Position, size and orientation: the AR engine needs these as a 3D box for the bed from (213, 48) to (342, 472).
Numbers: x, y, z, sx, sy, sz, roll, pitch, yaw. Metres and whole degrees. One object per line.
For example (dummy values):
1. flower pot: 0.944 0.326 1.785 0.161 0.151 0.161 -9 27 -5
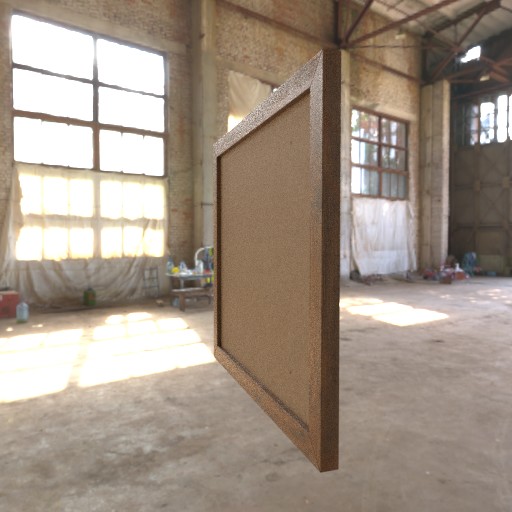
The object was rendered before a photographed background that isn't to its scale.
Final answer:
1. bed: 0.000 0.000 1.482 0.046 0.942 1.046 -1 2 -19
